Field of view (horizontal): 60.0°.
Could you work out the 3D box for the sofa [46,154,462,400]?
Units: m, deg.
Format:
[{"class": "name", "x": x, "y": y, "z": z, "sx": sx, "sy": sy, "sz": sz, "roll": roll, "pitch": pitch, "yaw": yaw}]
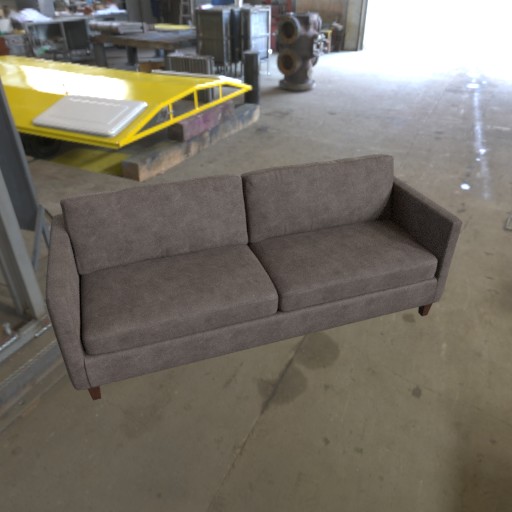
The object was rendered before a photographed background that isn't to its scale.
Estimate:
[{"class": "sofa", "x": 0.000, "y": 0.000, "z": 2.908, "sx": 2.434, "sy": 0.965, "sz": 0.951, "roll": -11, "pitch": 34, "yaw": -16}]
